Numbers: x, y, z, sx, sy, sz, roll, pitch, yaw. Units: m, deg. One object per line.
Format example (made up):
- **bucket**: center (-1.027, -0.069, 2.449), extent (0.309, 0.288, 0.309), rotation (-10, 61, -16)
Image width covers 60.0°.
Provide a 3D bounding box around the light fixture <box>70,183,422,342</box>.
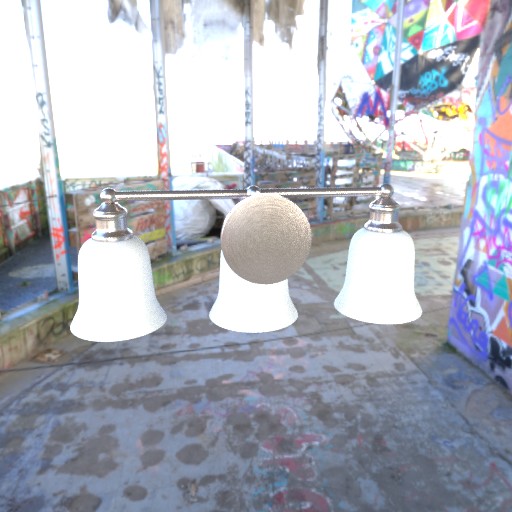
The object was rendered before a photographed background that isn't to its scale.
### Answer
- **light fixture**: center (0.000, 0.000, 0.674), extent (0.570, 0.211, 0.198), rotation (-2, 15, -8)
